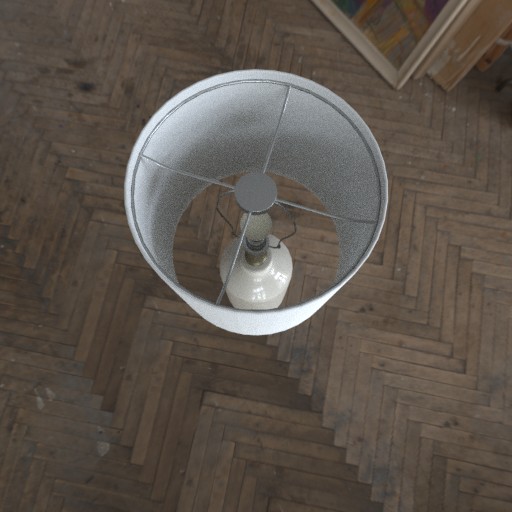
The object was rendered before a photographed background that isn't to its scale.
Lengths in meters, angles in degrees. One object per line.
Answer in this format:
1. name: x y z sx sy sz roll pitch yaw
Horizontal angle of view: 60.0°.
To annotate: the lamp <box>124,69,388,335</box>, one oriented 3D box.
1. lamp: 0.000 0.000 0.570 0.207 0.461 0.207 17 76 4
